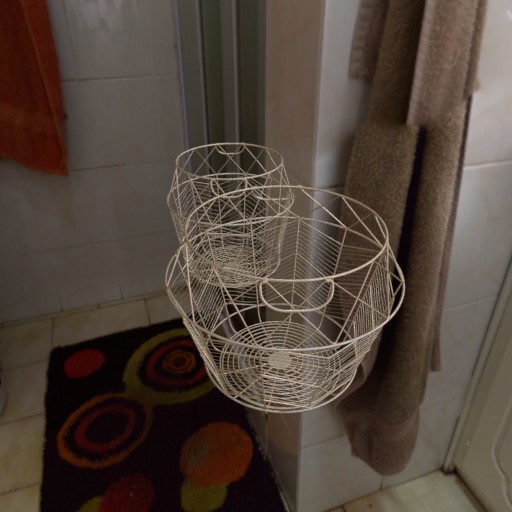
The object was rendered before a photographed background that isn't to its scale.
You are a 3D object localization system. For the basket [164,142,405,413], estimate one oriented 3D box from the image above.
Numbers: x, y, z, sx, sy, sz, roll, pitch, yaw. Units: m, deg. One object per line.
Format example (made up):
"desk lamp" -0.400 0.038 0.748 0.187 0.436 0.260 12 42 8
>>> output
"basket" 0.000 0.000 1.037 0.451 0.343 0.805 -9 33 -15
